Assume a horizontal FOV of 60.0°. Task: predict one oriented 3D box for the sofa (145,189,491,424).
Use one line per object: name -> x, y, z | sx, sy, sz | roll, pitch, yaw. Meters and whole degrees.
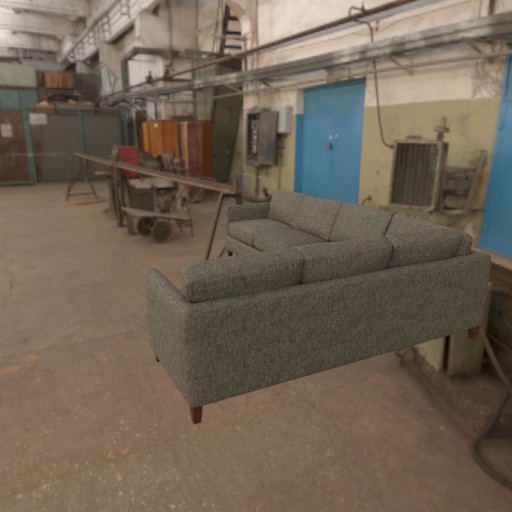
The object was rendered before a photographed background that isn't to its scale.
sofa -> 0.000, 0.000, 4.411 | 2.593, 0.947, 3.302 | -8, 17, -26
